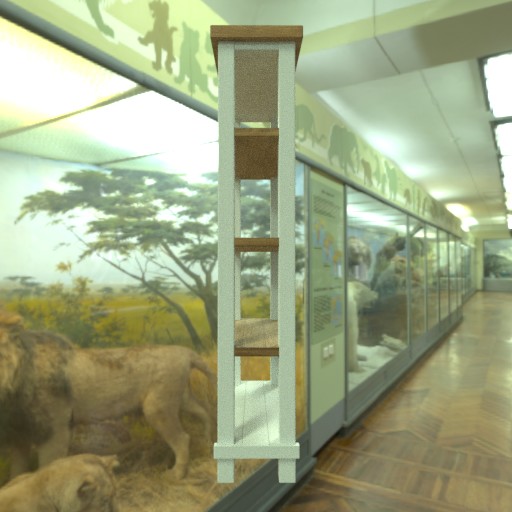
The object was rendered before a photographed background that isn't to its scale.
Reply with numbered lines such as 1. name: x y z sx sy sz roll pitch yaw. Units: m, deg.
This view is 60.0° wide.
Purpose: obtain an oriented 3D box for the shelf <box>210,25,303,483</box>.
1. shelf: 0.000 0.000 2.313 0.381 1.878 1.022 0 -1 0
